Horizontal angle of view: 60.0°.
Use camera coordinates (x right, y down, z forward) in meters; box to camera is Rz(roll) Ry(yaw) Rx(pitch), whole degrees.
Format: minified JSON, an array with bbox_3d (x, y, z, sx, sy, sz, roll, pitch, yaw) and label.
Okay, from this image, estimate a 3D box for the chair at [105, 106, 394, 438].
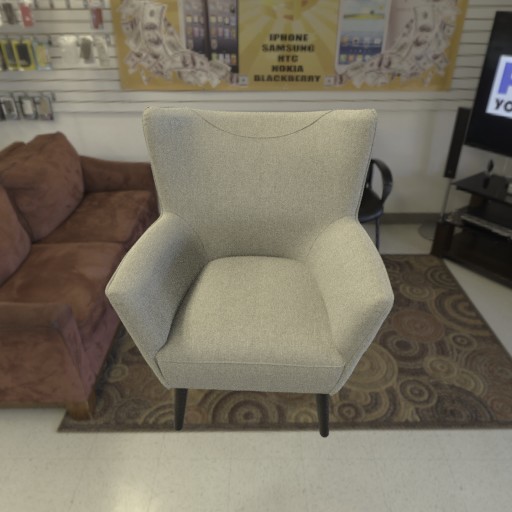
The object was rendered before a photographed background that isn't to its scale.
[{"bbox_3d":[0.000,0.000,1.556,0.781,0.933,0.888,1,30,2],"label":"chair"}]
